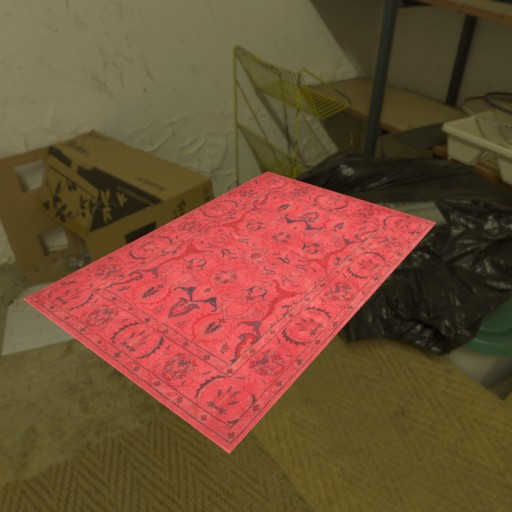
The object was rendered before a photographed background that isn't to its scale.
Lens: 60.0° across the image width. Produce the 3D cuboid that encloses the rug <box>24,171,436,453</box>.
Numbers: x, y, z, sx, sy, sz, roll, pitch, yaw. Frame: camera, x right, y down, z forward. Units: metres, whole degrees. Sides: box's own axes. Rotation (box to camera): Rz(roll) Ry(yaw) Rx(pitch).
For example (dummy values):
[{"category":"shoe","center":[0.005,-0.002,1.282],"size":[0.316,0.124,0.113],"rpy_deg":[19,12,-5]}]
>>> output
[{"category":"rug","center":[0.000,0.000,2.258],"size":[1.209,0.008,1.814],"rpy_deg":[23,40,31]}]
